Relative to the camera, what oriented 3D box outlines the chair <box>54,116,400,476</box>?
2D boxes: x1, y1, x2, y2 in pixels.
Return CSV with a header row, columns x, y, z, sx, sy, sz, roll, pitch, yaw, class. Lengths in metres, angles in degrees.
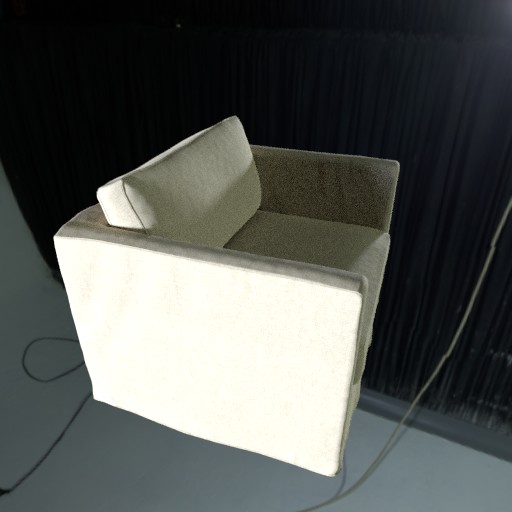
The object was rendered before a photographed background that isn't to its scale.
x,y,z,sx,sy,sz,roll,pitch,yaw,class
0.000,0.000,1.714,0.949,0.867,1.057,11,32,17,chair
